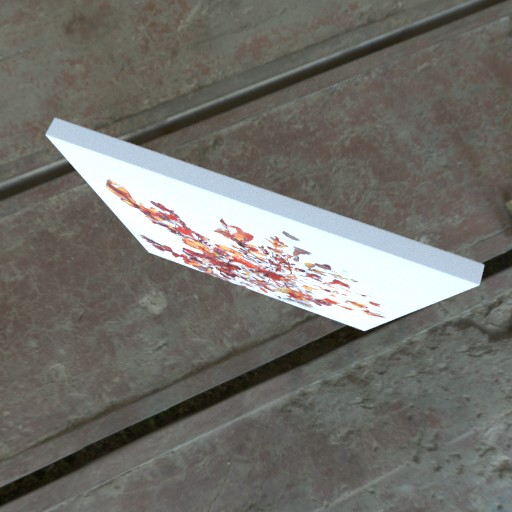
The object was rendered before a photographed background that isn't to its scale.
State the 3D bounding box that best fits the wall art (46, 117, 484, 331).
[{"bbox_3d":[0.000,0.000,1.093,0.757,0.757,0.037,20,76,5],"label":"wall art"}]
